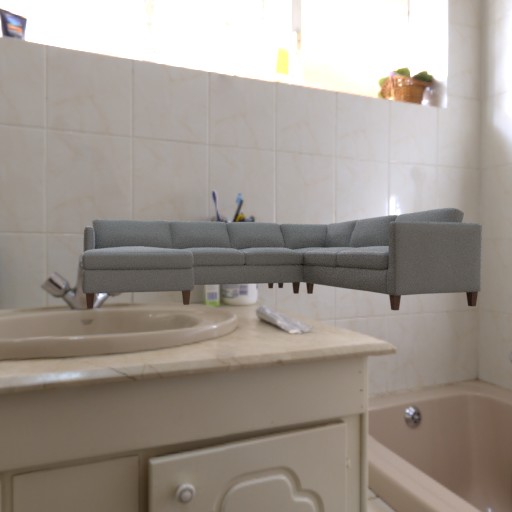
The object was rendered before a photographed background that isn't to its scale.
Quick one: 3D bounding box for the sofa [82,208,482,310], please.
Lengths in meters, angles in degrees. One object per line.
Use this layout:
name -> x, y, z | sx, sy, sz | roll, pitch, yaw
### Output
sofa -> 0.000, 0.000, 4.403 | 3.238, 0.853, 2.551 | 0, 0, -19
